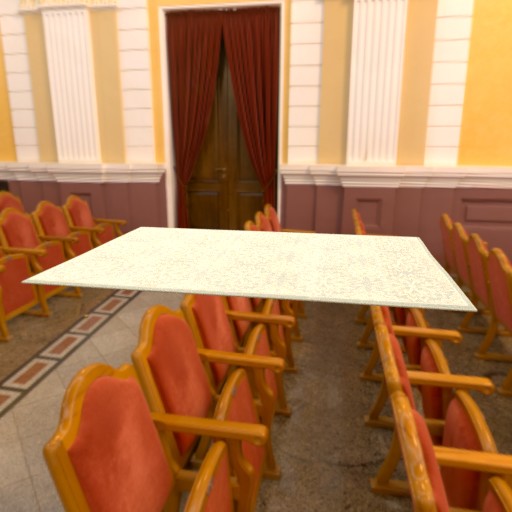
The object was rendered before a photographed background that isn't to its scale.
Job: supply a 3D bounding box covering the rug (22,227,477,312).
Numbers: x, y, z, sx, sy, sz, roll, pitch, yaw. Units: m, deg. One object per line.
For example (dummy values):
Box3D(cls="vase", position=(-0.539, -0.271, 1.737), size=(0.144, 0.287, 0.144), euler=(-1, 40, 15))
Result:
Box3D(cls="rug", position=(0.000, 0.000, 2.330), size=(1.840, 0.012, 1.219), euler=(3, 15, 10))
